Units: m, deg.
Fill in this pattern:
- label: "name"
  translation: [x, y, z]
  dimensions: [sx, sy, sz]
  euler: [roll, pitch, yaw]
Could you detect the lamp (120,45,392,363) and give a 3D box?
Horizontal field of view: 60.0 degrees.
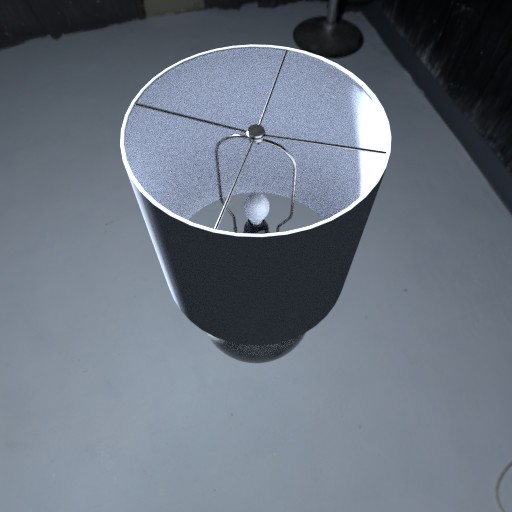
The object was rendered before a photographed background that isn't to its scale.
- label: "lamp"
  translation: [0.000, 0.000, 0.530]
  dimensions: [0.216, 0.404, 0.216]
  euler: [-12, 59, -7]
